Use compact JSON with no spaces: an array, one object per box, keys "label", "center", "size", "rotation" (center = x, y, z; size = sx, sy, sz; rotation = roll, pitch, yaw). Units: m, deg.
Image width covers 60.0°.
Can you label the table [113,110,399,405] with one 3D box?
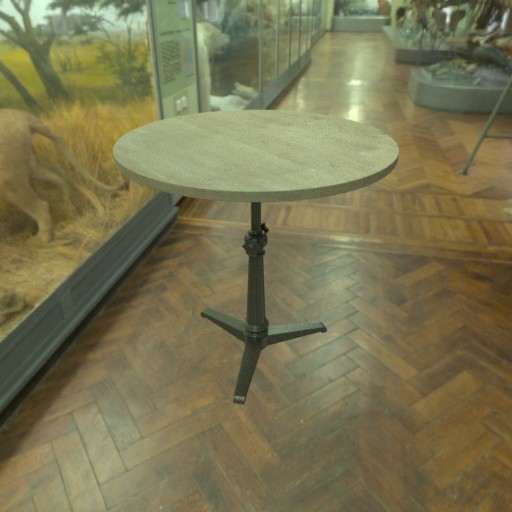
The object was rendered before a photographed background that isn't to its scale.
[{"label":"table","center":[0.000,0.000,1.480],"size":[0.800,0.780,0.800],"rotation":[0,30,0]}]
